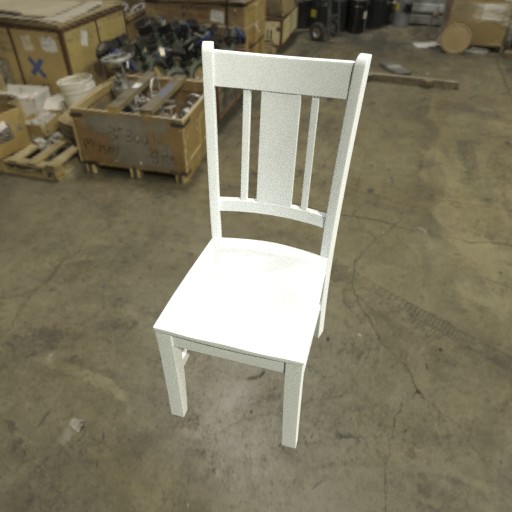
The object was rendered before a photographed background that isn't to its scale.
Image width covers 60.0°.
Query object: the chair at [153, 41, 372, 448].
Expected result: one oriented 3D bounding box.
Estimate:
[{"bbox_3d":[0.000,0.000,1.274,0.450,0.998,0.555,11,40,13],"label":"chair"}]
